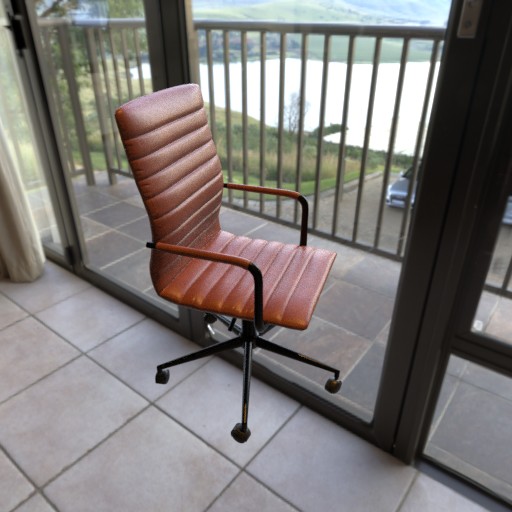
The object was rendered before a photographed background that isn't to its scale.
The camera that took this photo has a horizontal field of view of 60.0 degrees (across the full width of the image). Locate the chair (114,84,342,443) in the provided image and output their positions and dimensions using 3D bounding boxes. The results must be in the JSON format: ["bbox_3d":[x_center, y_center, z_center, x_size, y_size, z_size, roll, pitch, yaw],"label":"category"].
[{"bbox_3d":[0.000,0.000,1.289,0.578,0.878,0.600,10,31,17],"label":"chair"}]
